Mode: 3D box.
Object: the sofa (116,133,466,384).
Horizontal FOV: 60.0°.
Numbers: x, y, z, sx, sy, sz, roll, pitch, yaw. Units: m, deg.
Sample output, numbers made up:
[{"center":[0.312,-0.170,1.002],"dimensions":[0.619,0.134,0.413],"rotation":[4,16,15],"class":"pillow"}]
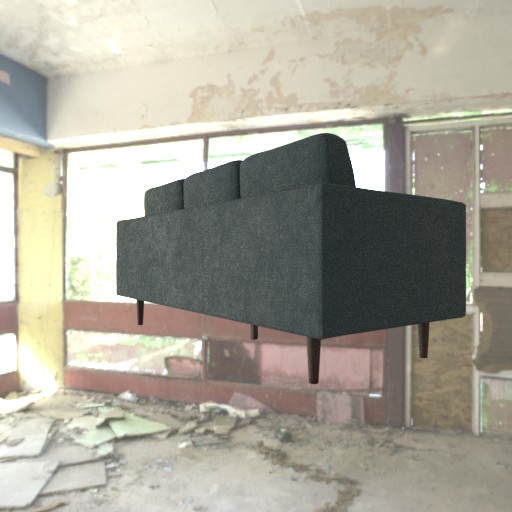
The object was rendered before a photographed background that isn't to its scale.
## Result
[{"center":[0.000,0.000,2.523],"dimensions":[0.935,0.945,2.013],"rotation":[0,0,-36],"class":"sofa"}]
